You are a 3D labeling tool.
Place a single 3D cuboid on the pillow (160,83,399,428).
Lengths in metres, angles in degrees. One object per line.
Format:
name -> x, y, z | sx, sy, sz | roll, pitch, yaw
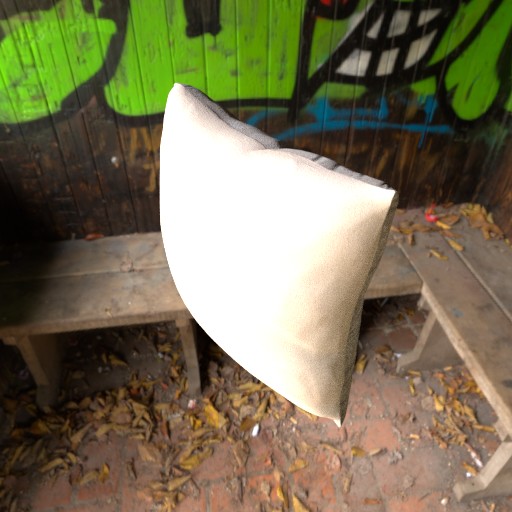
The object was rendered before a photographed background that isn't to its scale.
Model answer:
pillow -> 0.000, 0.000, 0.729 | 0.245, 0.448, 0.450 | -26, 46, -28
